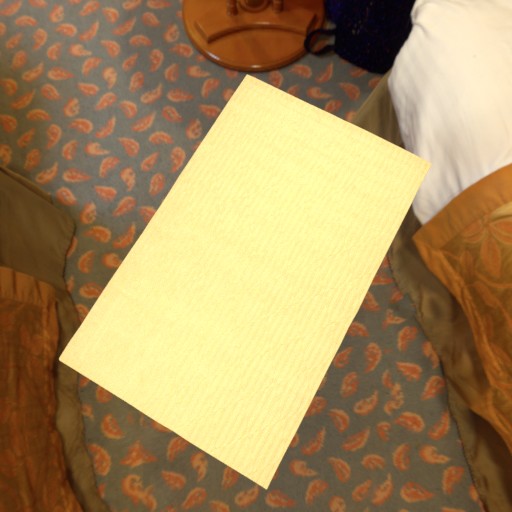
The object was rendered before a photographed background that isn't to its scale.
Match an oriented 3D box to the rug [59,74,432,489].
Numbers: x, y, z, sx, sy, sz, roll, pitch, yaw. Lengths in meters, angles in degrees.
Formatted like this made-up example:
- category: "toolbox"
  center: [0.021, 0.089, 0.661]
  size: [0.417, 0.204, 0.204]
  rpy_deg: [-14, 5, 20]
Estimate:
- category: "rug"
  center: [0.000, 0.000, 3.000]
  size: [1.531, 0.014, 2.441]
  rpy_deg: [29, 77, 7]
